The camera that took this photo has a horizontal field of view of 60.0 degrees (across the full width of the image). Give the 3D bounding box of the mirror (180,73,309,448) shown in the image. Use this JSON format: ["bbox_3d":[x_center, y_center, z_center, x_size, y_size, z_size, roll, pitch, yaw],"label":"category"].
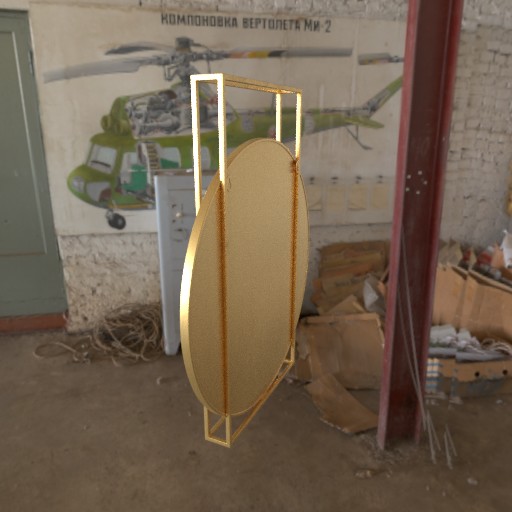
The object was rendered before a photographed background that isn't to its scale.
[{"bbox_3d":[0.000,0.000,0.827,0.051,0.603,0.508,8,18,24],"label":"mirror"}]
